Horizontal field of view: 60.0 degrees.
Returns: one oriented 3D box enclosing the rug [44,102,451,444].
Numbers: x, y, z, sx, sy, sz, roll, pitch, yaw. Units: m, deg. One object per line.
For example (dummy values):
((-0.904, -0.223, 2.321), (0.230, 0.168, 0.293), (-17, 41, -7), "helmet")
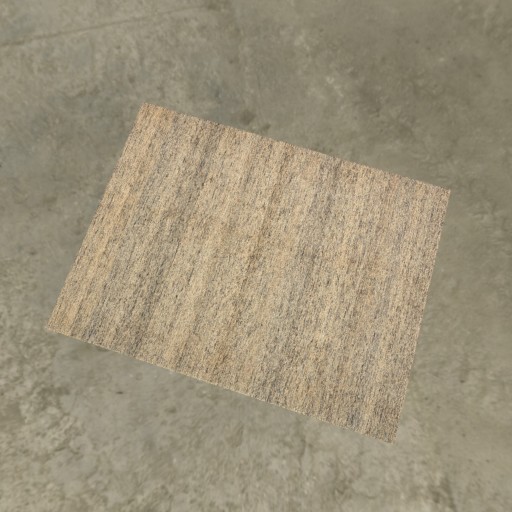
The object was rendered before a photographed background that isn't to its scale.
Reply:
((0.000, 0.000, 4.133), (3.199, 0.036, 2.414), (17, 76, 4), "rug")
